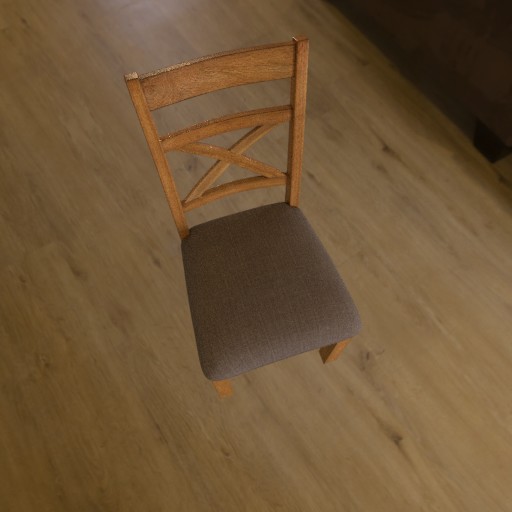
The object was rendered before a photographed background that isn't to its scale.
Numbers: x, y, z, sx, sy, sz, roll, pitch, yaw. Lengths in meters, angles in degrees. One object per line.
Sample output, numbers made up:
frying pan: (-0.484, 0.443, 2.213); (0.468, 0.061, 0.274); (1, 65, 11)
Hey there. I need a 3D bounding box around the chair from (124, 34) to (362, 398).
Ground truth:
chair: (0.000, 0.000, 1.268); (0.470, 0.949, 0.581); (-16, 65, -8)
